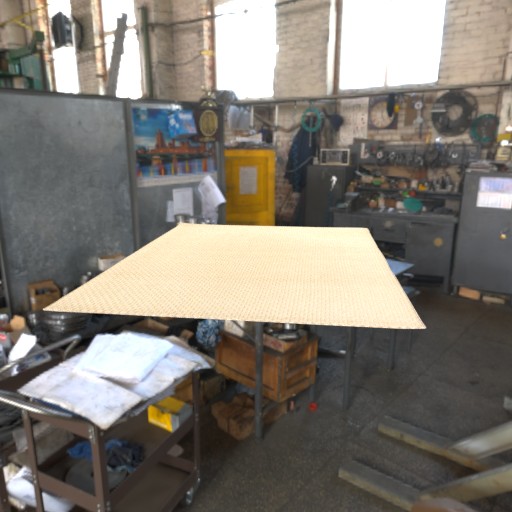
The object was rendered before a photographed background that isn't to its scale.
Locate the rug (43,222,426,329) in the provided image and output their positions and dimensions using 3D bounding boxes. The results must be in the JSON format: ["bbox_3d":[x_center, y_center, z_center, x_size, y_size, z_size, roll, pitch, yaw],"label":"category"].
[{"bbox_3d":[0.000,0.000,3.970,2.277,0.035,2.897,2,15,7],"label":"rug"}]
